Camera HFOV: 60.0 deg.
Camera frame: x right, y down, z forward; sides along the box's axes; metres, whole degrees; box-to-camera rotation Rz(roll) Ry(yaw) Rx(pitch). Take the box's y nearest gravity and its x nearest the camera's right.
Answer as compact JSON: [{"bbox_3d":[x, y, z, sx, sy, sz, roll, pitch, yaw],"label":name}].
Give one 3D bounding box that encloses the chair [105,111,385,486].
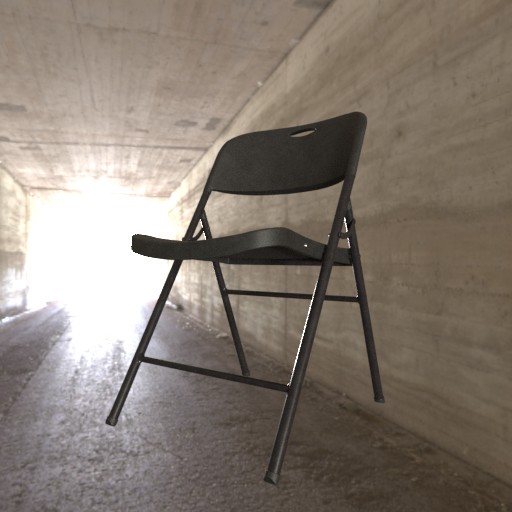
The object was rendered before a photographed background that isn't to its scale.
[{"bbox_3d":[0.000,0.000,1.147,0.494,0.810,0.566,0,0,36],"label":"chair"}]
